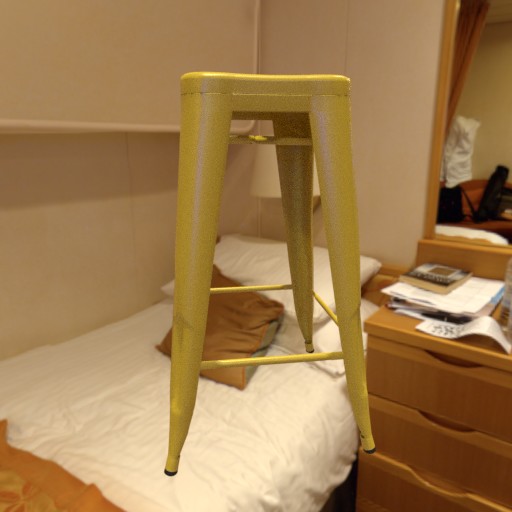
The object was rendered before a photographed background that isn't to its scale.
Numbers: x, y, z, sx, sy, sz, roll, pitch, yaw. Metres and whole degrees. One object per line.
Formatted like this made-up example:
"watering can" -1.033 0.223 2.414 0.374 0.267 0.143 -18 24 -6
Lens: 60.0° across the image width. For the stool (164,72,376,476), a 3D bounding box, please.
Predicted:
"stool" 0.000 0.000 0.838 0.359 0.609 0.399 -2 15 -9
